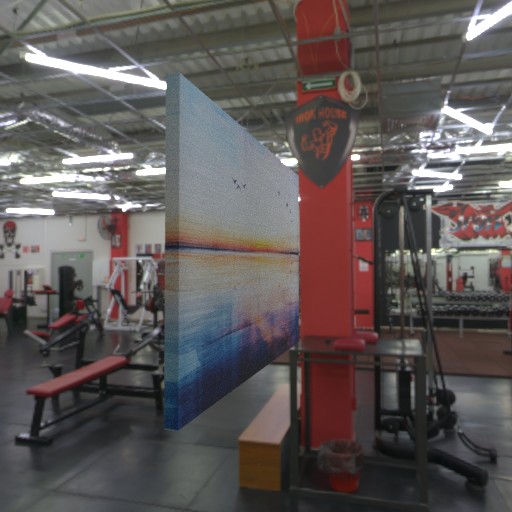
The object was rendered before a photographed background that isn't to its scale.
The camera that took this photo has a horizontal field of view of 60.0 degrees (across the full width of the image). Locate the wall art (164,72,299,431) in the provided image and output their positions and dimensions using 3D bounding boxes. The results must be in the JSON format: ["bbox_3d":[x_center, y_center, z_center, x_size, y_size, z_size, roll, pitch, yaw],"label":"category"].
[{"bbox_3d":[0.000,0.000,1.478,0.034,0.756,1.137,0,-1,18],"label":"wall art"}]
